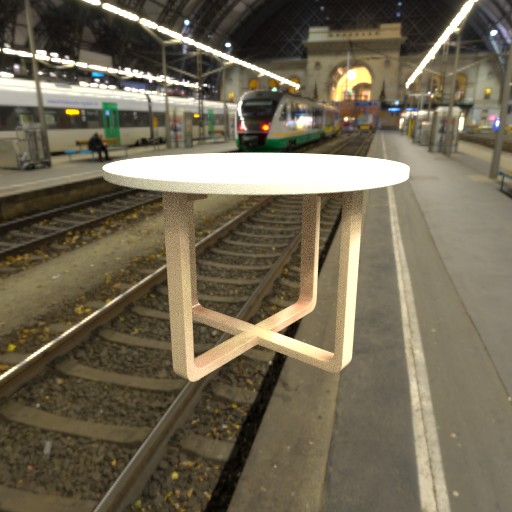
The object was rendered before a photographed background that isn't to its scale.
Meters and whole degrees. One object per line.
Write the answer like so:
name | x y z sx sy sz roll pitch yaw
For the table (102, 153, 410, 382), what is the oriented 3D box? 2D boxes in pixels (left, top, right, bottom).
table | 0.000 0.000 0.970 0.600 0.400 0.600 0 17 0
